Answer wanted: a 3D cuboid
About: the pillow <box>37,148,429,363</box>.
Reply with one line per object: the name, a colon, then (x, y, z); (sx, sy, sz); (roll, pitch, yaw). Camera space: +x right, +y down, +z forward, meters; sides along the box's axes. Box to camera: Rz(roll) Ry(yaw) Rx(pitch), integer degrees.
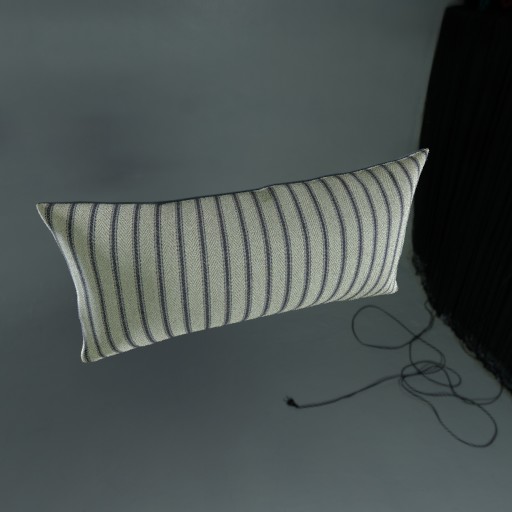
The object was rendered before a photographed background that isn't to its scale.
pillow: (0.000, 0.000, 0.738); (0.609, 0.305, 0.151); (-10, 33, -16)
